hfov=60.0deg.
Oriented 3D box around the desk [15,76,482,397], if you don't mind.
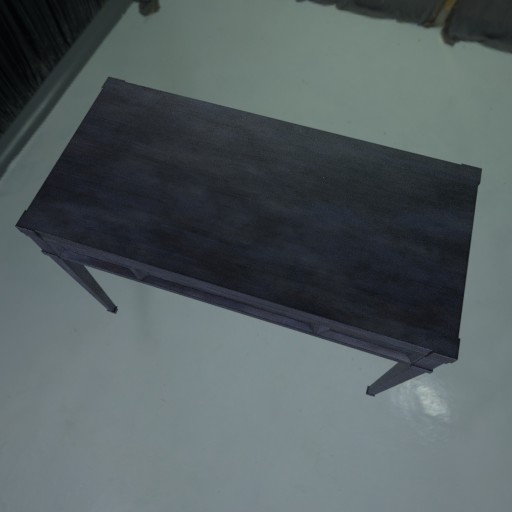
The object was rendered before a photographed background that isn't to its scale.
[{"bbox_3d":[0.000,0.000,1.736,1.289,0.861,0.630,16,66,7],"label":"desk"}]
